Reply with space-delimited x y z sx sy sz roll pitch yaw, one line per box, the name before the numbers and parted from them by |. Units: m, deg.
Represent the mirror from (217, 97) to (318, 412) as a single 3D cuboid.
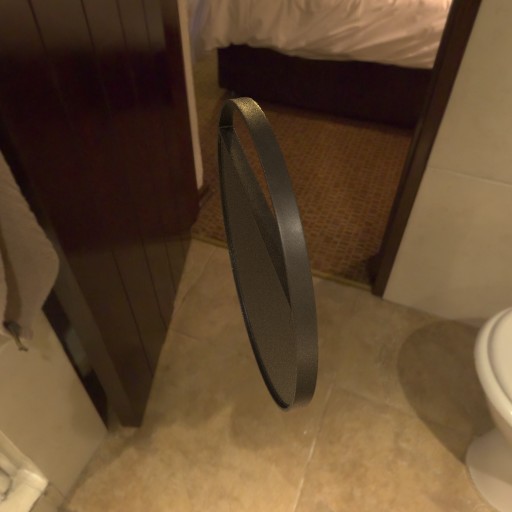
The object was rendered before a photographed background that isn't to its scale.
mirror | 0.000 0.000 0.838 0.032 0.565 0.565 -11 47 -10
